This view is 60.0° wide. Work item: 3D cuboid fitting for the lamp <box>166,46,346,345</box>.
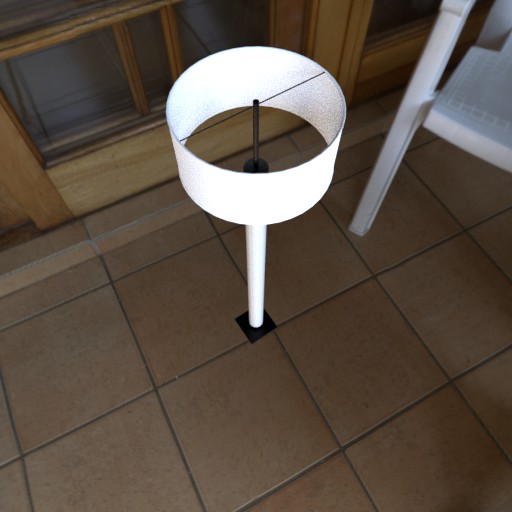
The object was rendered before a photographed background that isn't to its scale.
[{"bbox_3d":[0.000,0.000,1.669,0.420,1.475,0.420,-30,65,-16],"label":"lamp"}]
